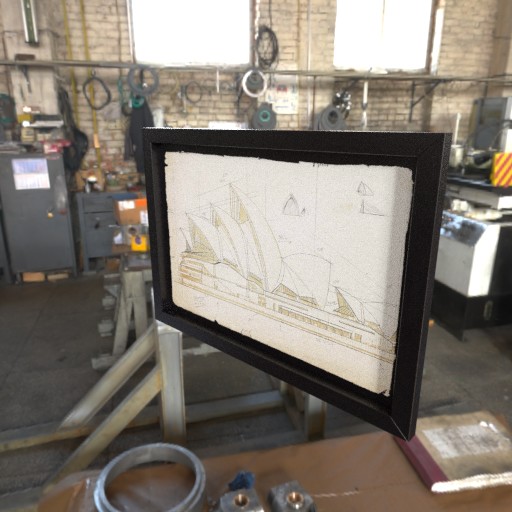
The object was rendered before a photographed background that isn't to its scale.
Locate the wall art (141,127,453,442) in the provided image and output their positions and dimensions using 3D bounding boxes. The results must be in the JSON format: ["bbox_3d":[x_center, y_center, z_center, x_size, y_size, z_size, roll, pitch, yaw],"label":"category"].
[{"bbox_3d":[0.000,0.000,0.834,0.657,0.458,0.027,15,22,40],"label":"wall art"}]
